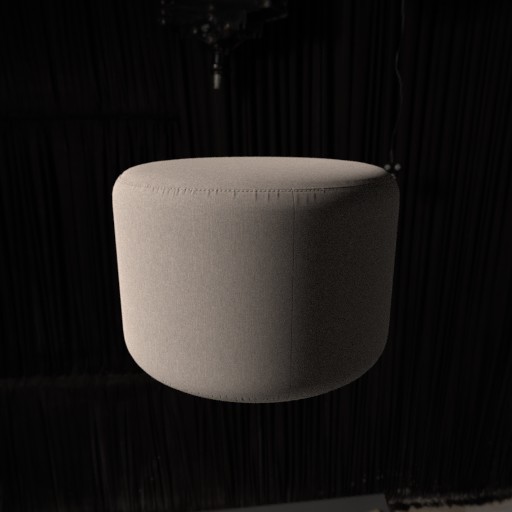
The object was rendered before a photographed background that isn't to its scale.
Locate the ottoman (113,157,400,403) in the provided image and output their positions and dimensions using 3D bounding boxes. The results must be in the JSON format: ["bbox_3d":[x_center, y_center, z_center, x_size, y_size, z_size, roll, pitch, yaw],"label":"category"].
[{"bbox_3d":[0.000,0.000,1.020,0.608,0.433,0.608,0,15,0],"label":"ottoman"}]
